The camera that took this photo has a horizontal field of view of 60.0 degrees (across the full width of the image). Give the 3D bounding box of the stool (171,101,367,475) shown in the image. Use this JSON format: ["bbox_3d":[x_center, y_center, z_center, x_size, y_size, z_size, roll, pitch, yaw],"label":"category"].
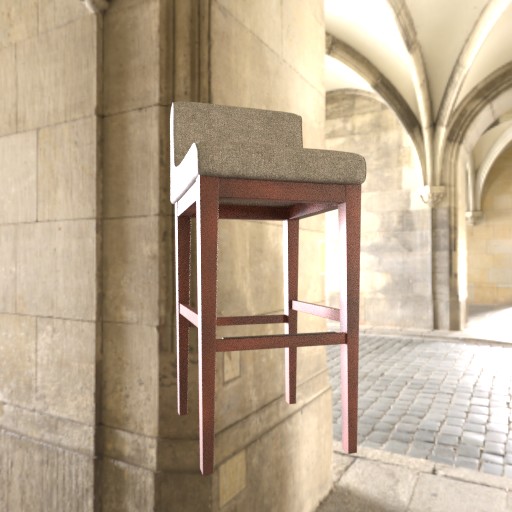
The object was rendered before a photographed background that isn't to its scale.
[{"bbox_3d":[0.000,0.000,1.240,0.426,0.965,0.499,0,-1,-17],"label":"stool"}]
